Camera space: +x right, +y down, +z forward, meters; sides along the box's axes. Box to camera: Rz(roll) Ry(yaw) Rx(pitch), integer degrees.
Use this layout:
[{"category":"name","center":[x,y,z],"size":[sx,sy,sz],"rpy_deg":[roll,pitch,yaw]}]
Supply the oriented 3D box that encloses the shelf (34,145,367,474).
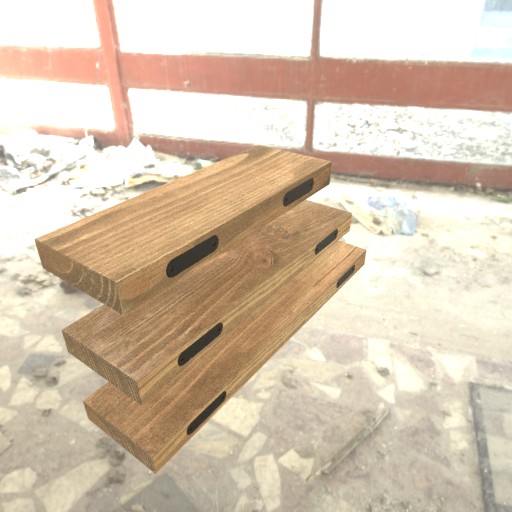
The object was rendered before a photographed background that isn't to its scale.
[{"category":"shelf","center":[0.000,0.000,0.724],"size":[0.140,0.293,0.610],"rpy_deg":[21,38,31]}]
